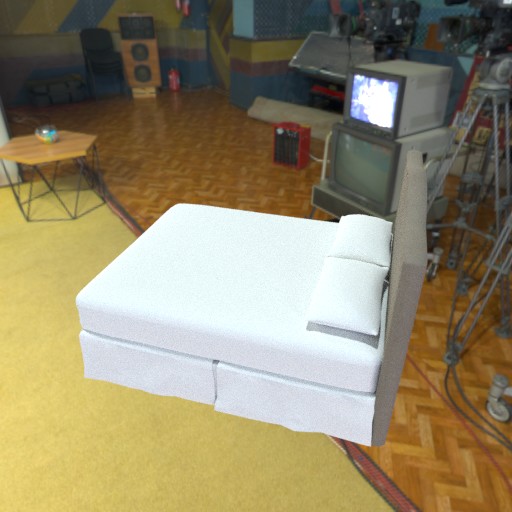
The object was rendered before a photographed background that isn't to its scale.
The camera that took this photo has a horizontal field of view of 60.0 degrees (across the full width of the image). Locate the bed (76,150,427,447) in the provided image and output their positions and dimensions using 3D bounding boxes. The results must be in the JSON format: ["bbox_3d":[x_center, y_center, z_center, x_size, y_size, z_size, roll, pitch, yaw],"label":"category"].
[{"bbox_3d":[0.000,0.000,3.265,2.128,1.441,1.744,9,33,14],"label":"bed"}]
